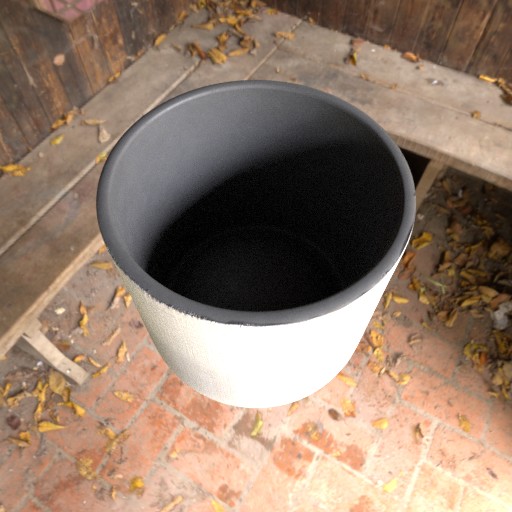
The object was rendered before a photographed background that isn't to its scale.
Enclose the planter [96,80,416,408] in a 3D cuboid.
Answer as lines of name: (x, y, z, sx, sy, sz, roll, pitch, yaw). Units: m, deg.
planter: (0.000, 0.000, 0.388, 0.221, 0.201, 0.221, 0, 58, 0)
